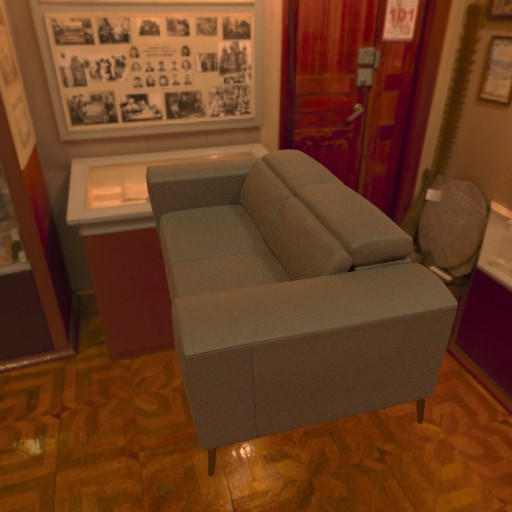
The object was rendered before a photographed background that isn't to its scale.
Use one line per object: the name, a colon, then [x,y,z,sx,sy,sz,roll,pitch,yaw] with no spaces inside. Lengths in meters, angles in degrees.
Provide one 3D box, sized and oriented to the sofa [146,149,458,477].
sofa: [0.000,0.000,2.353,1.003,0.779,1.895,-8,30,-13]
